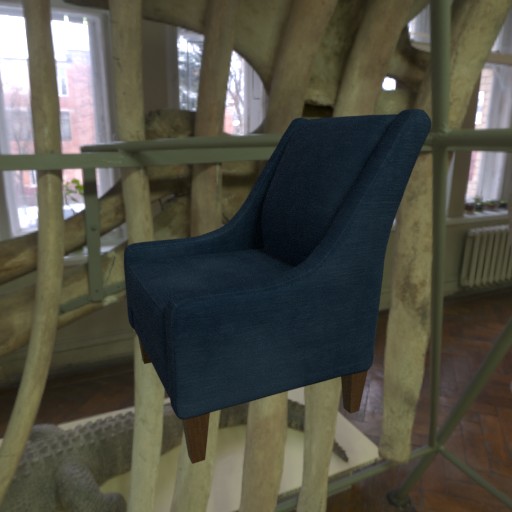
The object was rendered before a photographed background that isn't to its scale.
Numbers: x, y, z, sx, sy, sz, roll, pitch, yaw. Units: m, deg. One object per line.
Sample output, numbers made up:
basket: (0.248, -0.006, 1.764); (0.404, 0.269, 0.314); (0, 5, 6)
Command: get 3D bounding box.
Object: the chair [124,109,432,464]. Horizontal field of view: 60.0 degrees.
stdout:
chair: (0.000, 0.000, 1.635); (0.870, 1.014, 0.774); (-7, 16, -25)
